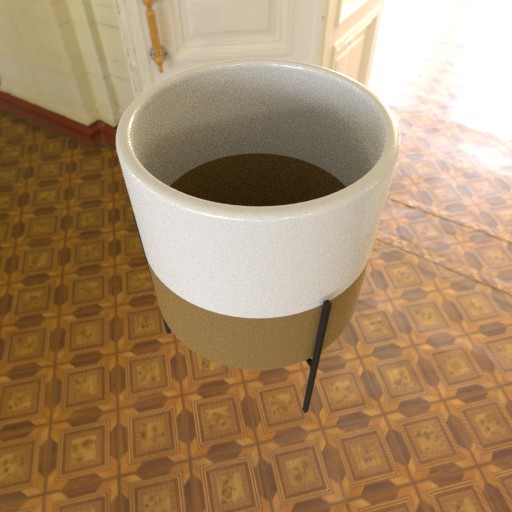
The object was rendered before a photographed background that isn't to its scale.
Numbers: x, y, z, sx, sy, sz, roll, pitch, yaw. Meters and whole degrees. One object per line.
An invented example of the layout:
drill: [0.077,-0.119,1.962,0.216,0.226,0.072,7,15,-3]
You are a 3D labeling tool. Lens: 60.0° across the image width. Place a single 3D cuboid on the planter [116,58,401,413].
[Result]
planter: [0.000,0.000,0.632,0.310,0.432,0.310,-10,49,-9]
